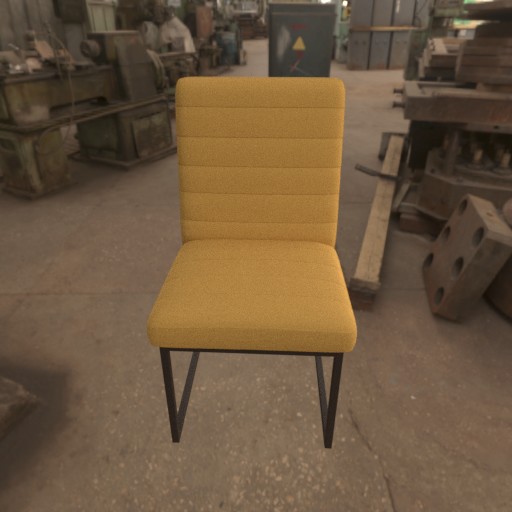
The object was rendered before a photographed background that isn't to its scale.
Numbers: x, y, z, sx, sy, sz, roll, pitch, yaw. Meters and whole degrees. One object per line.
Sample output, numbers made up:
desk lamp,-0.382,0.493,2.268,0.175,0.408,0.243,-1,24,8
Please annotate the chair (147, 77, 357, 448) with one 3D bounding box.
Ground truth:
chair,0.000,0.000,1.320,0.520,0.930,0.634,1,29,2
